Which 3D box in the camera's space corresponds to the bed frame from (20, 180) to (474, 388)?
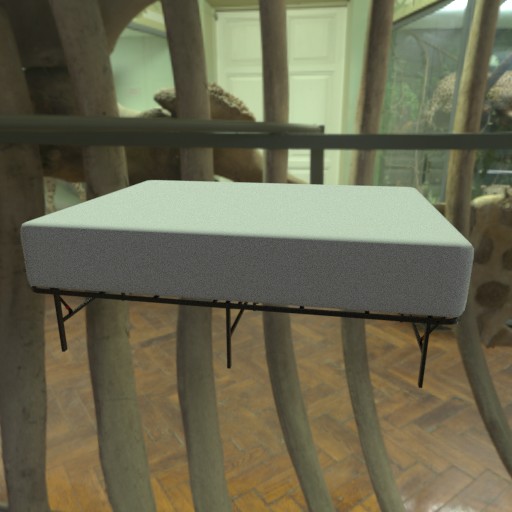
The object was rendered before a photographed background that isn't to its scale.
[{"bbox_3d":[0.000,0.000,2.705,2.037,0.677,1.528,3,18,10],"label":"bed frame"}]
